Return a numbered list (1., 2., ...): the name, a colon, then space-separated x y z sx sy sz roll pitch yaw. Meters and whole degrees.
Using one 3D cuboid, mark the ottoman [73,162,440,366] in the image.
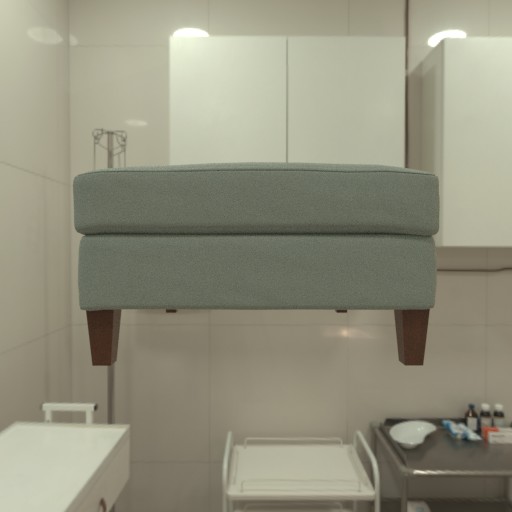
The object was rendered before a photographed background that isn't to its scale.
1. ottoman: 0.000 0.000 1.470 0.842 0.494 0.991 0 1 0
